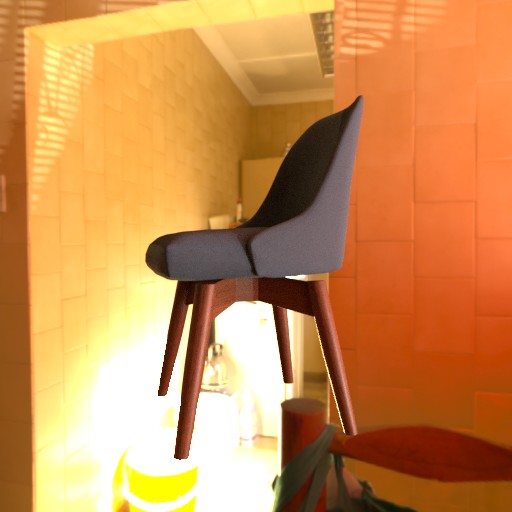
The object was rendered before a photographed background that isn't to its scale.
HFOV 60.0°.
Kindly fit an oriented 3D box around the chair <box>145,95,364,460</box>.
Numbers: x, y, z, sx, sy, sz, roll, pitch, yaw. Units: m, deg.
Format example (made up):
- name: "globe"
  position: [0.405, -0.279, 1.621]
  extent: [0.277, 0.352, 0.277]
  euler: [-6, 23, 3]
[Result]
- name: "chair"
  position: [0.000, 0.000, 1.251]
  extent: [0.589, 0.882, 0.503]
  euler: [-1, 2, -18]
